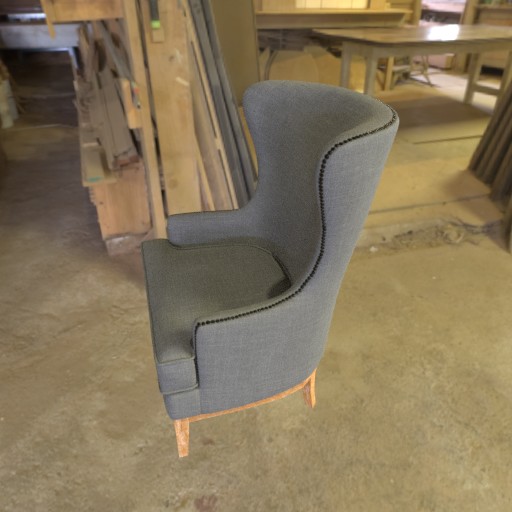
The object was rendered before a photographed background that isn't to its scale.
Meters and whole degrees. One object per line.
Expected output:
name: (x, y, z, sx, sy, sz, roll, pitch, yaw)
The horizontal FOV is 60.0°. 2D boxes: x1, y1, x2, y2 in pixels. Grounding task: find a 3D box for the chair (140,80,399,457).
chair: (0.000, 0.000, 1.764, 0.883, 1.176, 0.864, -8, 33, -13)
